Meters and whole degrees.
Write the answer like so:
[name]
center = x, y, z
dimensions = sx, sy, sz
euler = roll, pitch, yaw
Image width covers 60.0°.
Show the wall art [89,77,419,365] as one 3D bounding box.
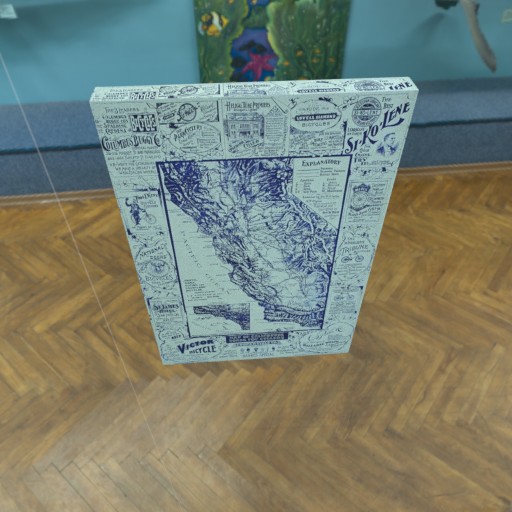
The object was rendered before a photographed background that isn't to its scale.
[wall art]
center = 0.000, 0.000, 0.483
dimensions = 0.255, 0.376, 0.025
euler = -3, 45, -3
